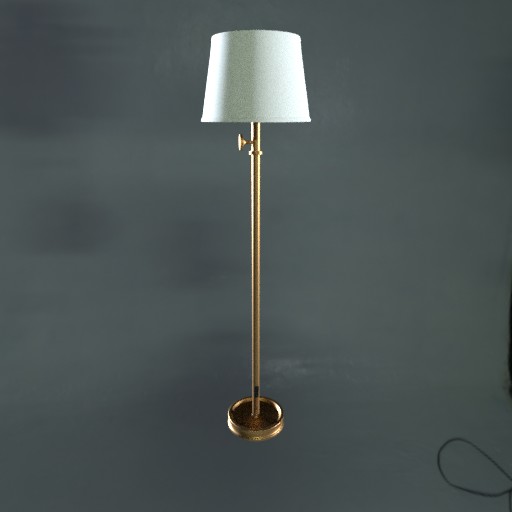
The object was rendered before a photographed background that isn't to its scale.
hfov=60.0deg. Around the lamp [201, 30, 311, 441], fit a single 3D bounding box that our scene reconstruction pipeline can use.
[{"bbox_3d":[0.000,0.000,0.796,0.178,0.710,0.178,0,18,0],"label":"lamp"}]
